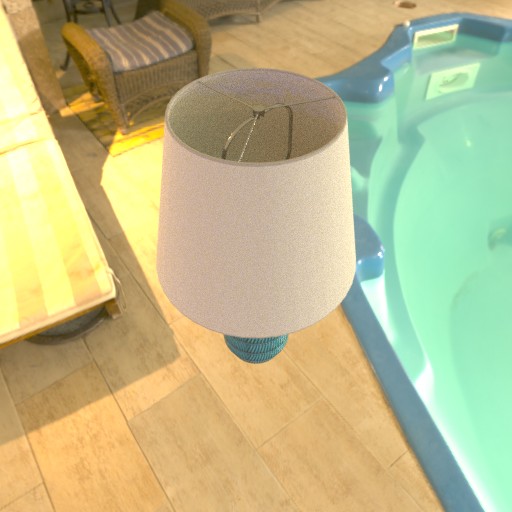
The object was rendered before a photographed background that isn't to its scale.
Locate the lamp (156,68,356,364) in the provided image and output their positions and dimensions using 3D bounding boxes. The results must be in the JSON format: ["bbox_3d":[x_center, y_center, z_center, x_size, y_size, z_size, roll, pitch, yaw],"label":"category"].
[{"bbox_3d":[0.000,0.000,0.803,0.355,0.582,0.355,0,48,0],"label":"lamp"}]
